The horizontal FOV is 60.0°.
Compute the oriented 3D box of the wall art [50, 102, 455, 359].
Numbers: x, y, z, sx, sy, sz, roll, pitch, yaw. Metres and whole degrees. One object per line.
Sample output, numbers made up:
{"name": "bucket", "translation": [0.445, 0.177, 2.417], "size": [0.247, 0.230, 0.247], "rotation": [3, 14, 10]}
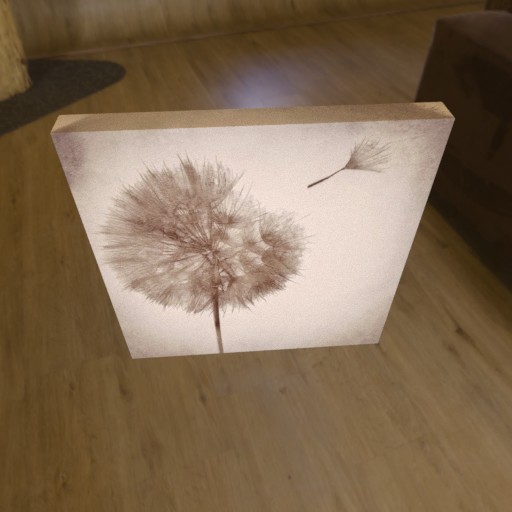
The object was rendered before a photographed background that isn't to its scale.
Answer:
{"name": "wall art", "translation": [0.000, 0.000, 0.448], "size": [0.303, 0.303, 0.028], "rotation": [-3, 45, -3]}
